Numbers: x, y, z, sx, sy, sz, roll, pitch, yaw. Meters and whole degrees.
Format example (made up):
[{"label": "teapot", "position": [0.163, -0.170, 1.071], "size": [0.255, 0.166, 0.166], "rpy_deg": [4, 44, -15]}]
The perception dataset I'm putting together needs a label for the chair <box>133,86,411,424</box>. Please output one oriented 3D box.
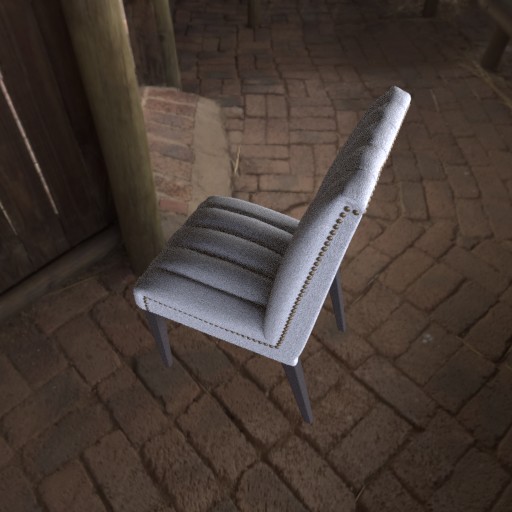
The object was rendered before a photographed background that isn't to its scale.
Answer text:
[{"label": "chair", "position": [0.000, 0.000, 1.395], "size": [0.647, 1.016, 0.511], "rpy_deg": [18, 49, 16]}]
